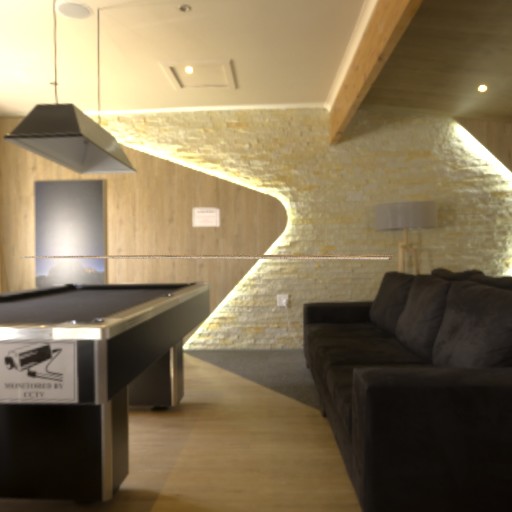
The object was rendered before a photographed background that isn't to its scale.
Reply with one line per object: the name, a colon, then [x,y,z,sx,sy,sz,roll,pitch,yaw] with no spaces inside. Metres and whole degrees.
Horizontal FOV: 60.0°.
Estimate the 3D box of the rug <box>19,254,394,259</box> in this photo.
rug: [0.000,0.000,4.133,2.451,0.011,3.072,0,0,18]
